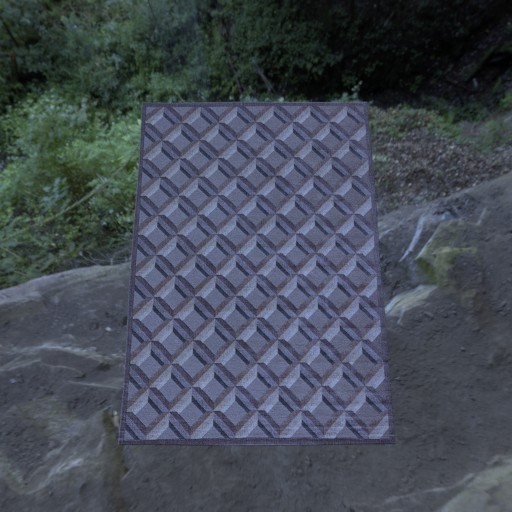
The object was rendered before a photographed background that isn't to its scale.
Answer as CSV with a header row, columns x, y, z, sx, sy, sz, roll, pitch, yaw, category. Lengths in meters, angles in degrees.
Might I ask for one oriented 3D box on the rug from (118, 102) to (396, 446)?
x,y,z,sx,sy,sz,roll,pitch,yaw,category
0.000,0.000,2.845,1.600,0.013,2.260,0,75,0,rug
